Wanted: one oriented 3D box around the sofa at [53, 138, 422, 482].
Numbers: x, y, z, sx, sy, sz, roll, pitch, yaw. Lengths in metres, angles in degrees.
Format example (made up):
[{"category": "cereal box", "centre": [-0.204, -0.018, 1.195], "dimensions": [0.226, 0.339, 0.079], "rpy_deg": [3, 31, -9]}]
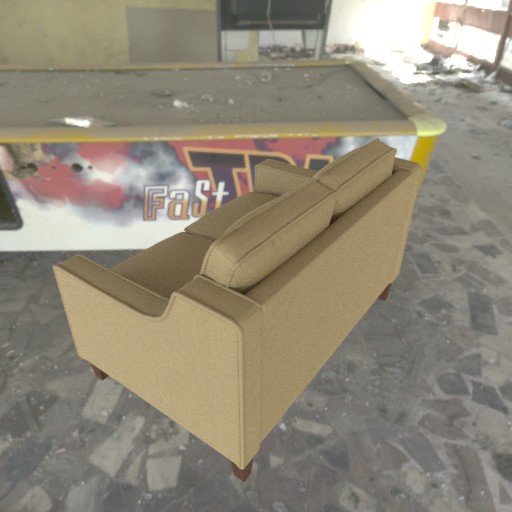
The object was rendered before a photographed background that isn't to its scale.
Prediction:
[{"category": "sofa", "centre": [0.000, 0.000, 2.137], "dimensions": [0.987, 0.971, 1.501], "rpy_deg": [21, 38, 30]}]
